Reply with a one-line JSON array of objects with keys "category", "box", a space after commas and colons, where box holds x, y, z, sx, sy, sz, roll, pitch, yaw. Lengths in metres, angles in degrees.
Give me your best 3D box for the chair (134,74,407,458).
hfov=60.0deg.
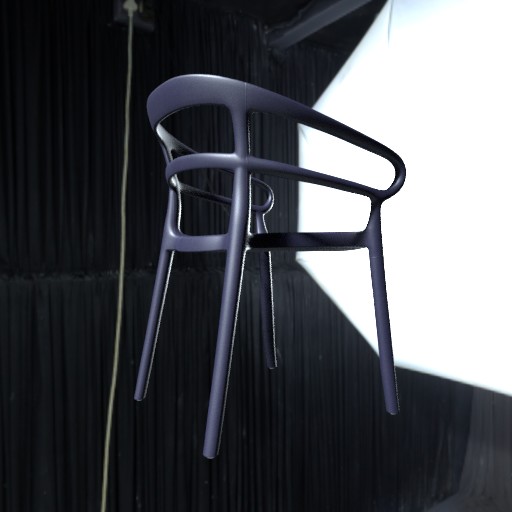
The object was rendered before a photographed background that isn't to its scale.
[{"category": "chair", "box": [0.000, 0.000, 1.141, 0.527, 0.761, 0.559, -1, 1, -35]}]
